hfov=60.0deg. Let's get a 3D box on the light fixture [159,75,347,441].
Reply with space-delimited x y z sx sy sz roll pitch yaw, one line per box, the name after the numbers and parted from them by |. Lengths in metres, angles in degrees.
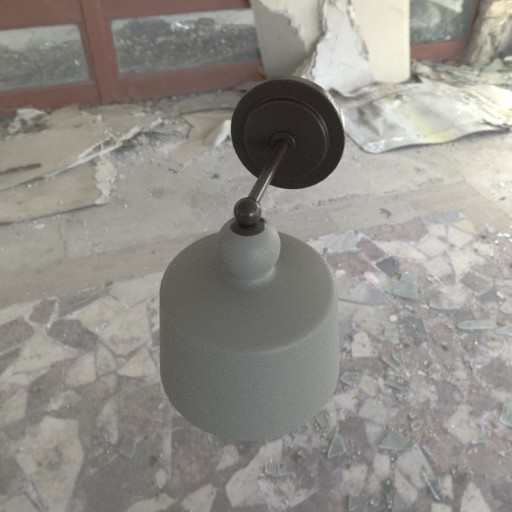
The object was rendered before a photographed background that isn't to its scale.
0.000 0.000 0.441 0.204 0.268 0.254 11 43 12 | light fixture
